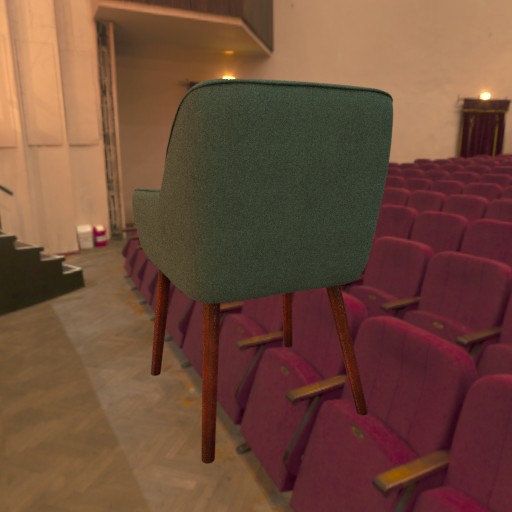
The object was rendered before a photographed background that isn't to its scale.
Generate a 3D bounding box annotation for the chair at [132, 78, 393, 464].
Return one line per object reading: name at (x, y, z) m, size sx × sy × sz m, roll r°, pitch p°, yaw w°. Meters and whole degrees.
chair at (0.000, 0.000, 1.166) m, size 0.543 × 0.803 × 0.519 m, roll -6°, pitch 15°, yaw -24°
